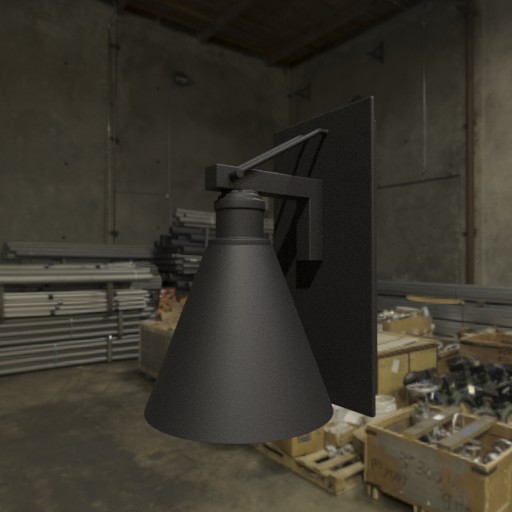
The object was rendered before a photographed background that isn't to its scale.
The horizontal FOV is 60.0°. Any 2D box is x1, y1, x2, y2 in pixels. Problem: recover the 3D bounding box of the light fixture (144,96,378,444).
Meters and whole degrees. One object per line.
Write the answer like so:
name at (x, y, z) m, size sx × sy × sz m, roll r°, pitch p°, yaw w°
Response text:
light fixture at (0.000, 0.000, 0.420) m, size 0.207 × 0.298 × 0.170 m, roll 1°, pitch -1°, yaw -36°
